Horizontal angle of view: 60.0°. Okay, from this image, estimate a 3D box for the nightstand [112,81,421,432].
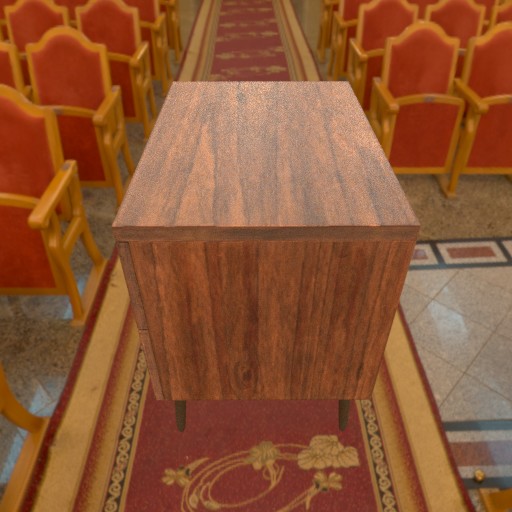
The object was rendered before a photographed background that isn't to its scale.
[{"bbox_3d":[0.000,0.000,1.047,0.458,0.610,0.610,0,39,0],"label":"nightstand"}]
